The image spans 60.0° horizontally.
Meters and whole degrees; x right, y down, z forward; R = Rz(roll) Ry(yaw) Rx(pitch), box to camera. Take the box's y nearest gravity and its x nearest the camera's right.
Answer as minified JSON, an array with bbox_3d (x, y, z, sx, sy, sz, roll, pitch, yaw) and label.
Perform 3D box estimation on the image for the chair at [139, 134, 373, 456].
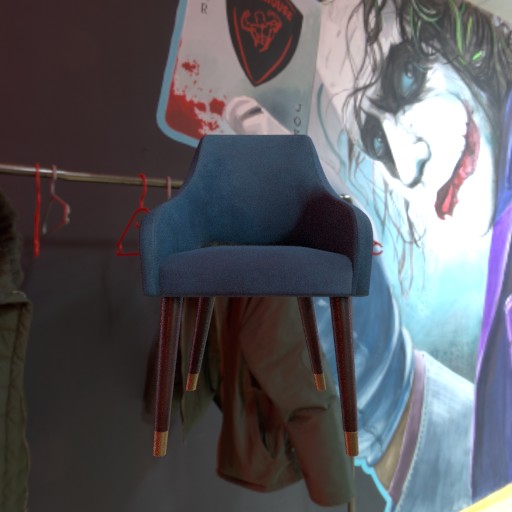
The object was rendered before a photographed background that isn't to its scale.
[{"bbox_3d":[0.000,0.000,1.587,0.683,1.081,0.794,0,-1,0],"label":"chair"}]
